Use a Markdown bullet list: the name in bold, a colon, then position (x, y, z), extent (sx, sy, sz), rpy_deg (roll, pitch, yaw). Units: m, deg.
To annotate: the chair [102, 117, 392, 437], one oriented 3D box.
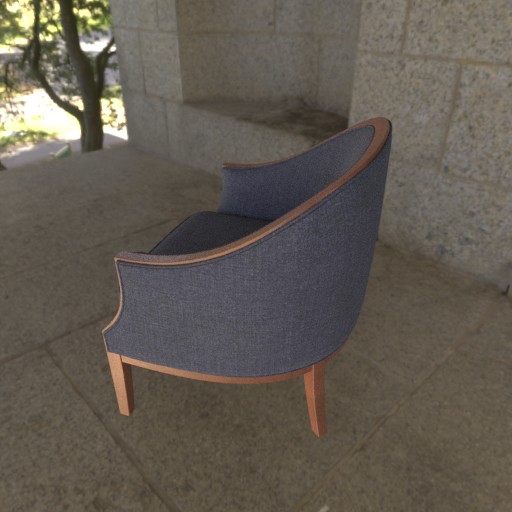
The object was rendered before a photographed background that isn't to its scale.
- **chair**: position (0.000, 0.000, 1.438), extent (0.735, 0.876, 0.803), rpy_deg (9, 31, 15)
